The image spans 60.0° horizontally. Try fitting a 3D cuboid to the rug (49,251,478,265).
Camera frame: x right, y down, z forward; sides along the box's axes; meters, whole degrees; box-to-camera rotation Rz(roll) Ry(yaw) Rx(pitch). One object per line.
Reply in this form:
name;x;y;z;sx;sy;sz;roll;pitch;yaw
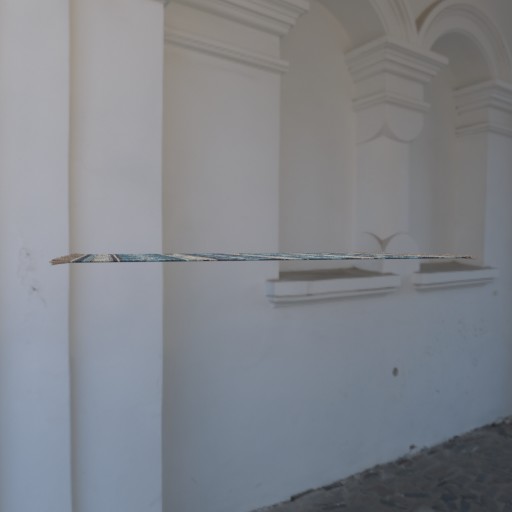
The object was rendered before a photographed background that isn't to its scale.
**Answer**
rug;0.000;0.000;2.422;1.936;0.028;1.181;0;2;-18
